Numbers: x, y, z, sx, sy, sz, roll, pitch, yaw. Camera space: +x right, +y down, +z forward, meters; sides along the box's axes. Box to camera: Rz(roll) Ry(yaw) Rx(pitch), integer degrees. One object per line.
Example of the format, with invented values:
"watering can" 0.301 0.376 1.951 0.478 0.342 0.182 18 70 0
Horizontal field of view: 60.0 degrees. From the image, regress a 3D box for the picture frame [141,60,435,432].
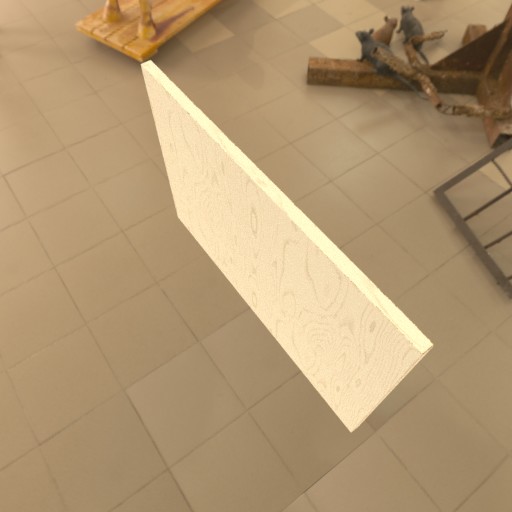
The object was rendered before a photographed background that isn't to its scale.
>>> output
"picture frame" 0.000 0.000 1.197 0.029 0.640 0.950 -32 63 -18
